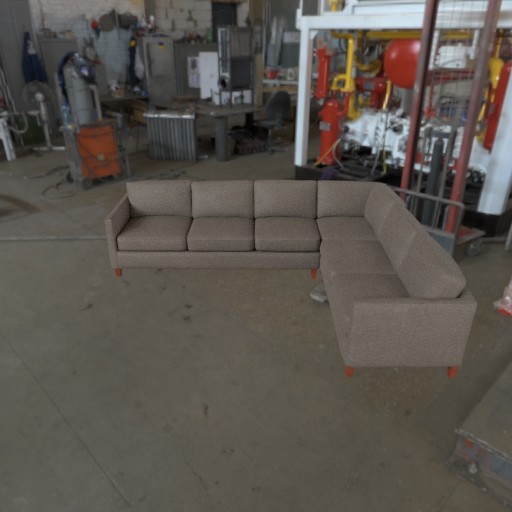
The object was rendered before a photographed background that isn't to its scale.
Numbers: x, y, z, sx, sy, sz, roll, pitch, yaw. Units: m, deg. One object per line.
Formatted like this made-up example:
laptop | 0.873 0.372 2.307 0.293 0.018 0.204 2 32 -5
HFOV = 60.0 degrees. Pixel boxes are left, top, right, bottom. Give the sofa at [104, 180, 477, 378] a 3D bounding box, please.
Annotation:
sofa | 0.000 0.000 4.480 3.302 0.947 2.593 0 27 1
